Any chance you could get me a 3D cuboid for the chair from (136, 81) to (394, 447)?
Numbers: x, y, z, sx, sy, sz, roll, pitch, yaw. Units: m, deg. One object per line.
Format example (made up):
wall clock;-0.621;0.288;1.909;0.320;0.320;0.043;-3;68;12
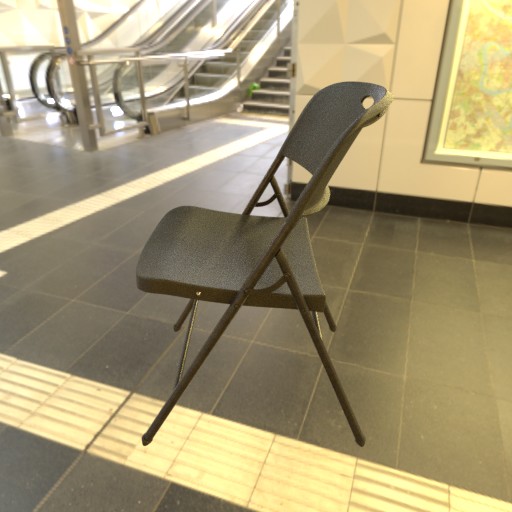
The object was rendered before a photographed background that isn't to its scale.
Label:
chair;0.000;0.000;1.126;0.566;0.810;0.494;0;28;0
